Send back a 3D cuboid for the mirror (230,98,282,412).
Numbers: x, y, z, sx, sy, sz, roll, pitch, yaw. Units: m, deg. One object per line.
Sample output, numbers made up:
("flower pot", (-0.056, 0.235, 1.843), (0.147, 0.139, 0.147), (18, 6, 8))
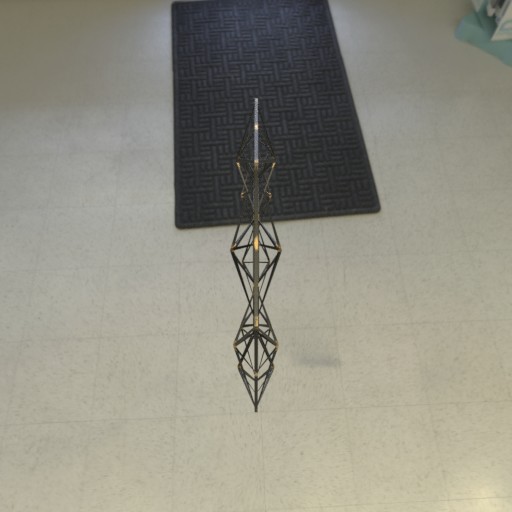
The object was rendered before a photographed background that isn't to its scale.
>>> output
("mirror", (0.000, 0.000, 1.061), (0.094, 0.710, 0.710), (0, 64, 0))
